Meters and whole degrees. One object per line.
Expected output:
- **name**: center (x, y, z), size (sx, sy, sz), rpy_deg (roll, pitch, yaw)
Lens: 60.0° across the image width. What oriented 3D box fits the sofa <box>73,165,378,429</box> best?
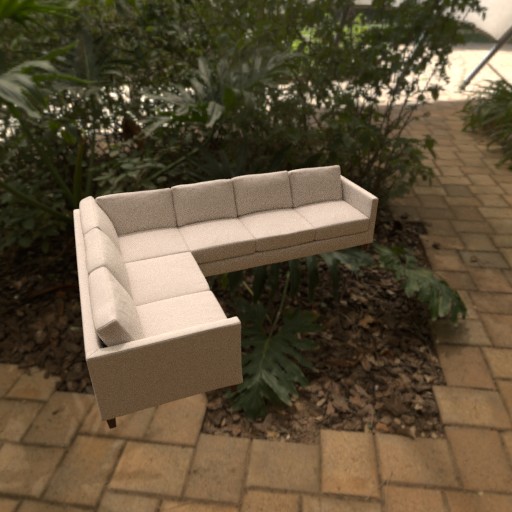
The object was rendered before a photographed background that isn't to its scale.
- **sofa**: center (0.000, 0.000, 4.290), size (3.182, 0.863, 2.432), rpy_deg (-11, 32, -19)
